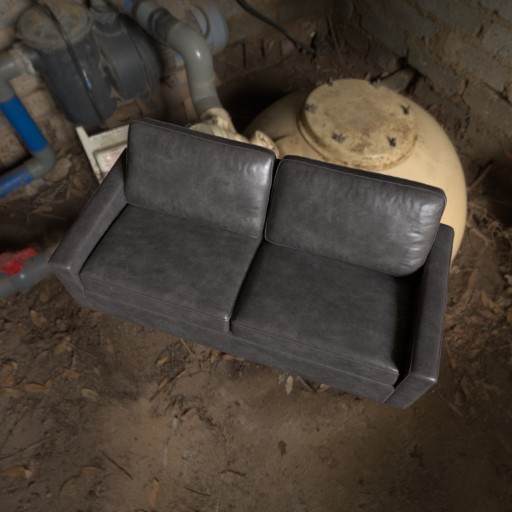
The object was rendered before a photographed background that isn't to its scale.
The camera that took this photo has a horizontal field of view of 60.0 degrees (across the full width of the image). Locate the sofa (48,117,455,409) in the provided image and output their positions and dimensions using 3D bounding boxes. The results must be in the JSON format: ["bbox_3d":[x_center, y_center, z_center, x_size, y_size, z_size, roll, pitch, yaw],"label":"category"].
[{"bbox_3d":[0.000,0.000,2.523,2.081,0.916,0.939,16,59,10],"label":"sofa"}]
